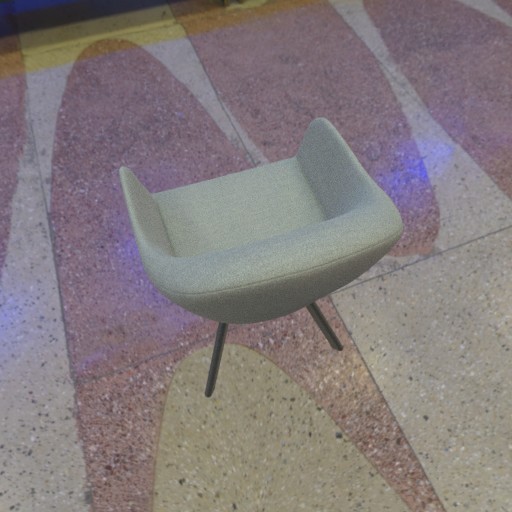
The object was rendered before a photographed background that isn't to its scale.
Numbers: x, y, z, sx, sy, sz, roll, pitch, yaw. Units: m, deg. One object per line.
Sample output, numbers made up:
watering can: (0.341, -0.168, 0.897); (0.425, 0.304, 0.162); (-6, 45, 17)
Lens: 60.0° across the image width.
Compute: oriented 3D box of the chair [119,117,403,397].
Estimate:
chair: (0.000, 0.000, 1.153); (0.540, 0.780, 0.570); (-17, 59, -10)
